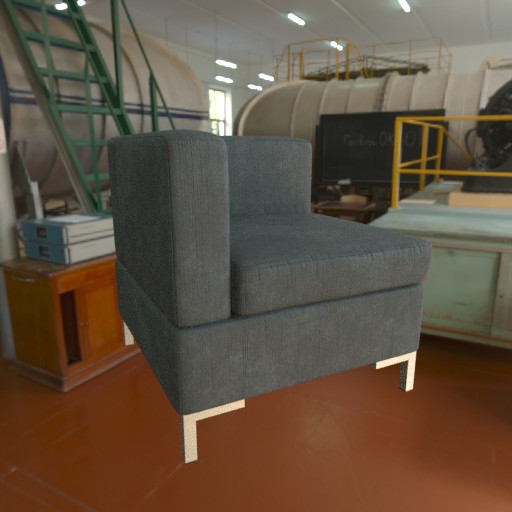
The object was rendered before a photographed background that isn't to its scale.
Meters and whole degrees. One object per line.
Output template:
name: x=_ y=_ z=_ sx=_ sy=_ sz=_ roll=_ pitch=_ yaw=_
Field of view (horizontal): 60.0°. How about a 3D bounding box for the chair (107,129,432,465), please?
chair: x=0.000 y=0.000 z=1.238 sx=0.680 sy=0.660 sz=0.680 roll=-7 pitch=16 yaw=-26
